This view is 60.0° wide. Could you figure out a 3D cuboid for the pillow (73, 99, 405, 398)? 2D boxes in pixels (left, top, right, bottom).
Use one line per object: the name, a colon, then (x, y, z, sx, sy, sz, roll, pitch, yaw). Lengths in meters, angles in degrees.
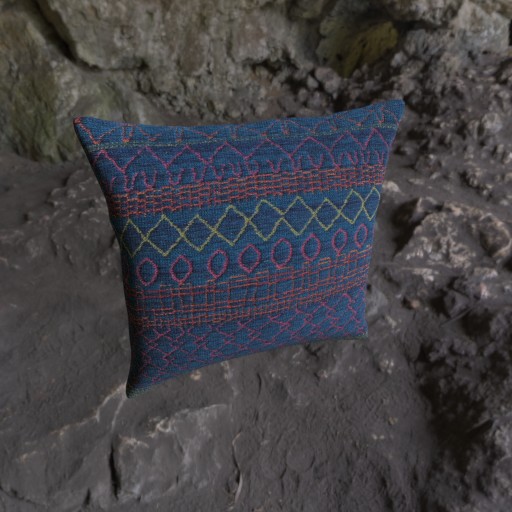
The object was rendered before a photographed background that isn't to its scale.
pillow: (0.000, 0.000, 0.652, 0.431, 0.431, 0.141, -10, 31, -17)
